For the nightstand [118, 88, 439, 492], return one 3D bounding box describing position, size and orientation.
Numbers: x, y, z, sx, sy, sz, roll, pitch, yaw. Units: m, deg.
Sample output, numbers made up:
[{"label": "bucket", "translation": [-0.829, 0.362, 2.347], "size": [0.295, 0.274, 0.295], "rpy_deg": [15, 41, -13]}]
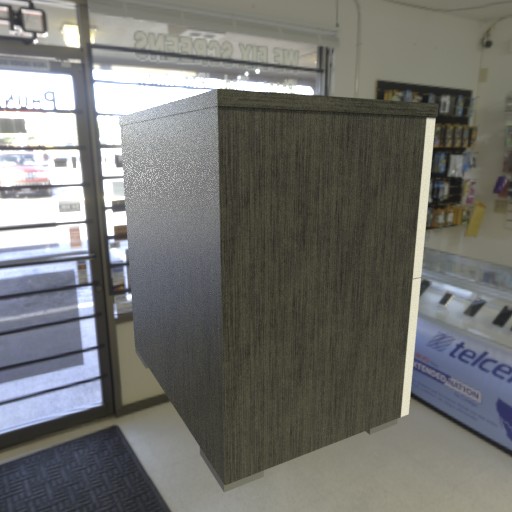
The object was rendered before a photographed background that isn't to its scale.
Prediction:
[{"label": "nightstand", "translation": [0.000, 0.000, 0.741], "size": [0.325, 0.460, 0.441], "rpy_deg": [-7, 15, -28]}]
